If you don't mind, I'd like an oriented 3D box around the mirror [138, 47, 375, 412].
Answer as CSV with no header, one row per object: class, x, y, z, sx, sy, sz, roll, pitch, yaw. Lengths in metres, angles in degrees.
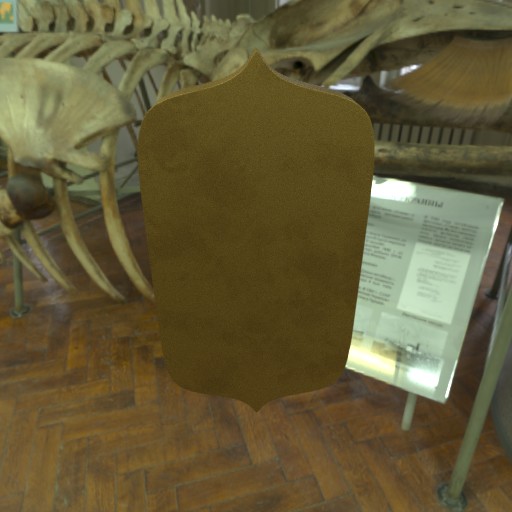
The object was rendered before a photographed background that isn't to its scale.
mirror,0.000,0.000,0.718,0.323,0.613,0.096,-1,29,-1
